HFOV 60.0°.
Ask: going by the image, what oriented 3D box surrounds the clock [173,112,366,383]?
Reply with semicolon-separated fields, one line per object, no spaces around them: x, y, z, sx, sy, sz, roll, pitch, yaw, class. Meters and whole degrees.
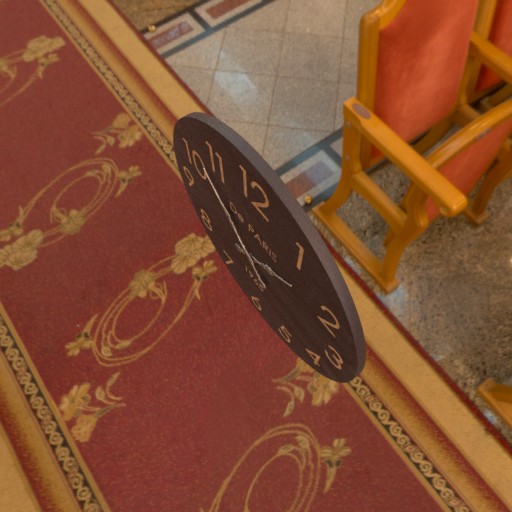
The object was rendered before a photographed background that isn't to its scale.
0.000;0.000;0.892;0.029;0.595;0.595;-33;68;-15;clock
